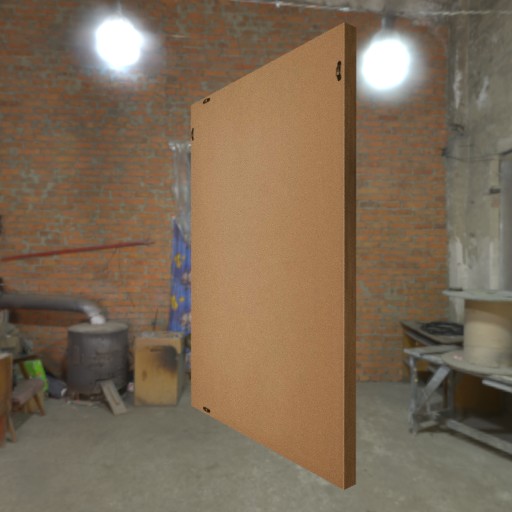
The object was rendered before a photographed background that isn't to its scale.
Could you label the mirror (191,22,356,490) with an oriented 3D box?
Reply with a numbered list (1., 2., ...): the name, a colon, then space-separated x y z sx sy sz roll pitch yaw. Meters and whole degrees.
1. mirror: 0.000 0.000 1.117 0.041 0.915 0.609 0 0 -37
